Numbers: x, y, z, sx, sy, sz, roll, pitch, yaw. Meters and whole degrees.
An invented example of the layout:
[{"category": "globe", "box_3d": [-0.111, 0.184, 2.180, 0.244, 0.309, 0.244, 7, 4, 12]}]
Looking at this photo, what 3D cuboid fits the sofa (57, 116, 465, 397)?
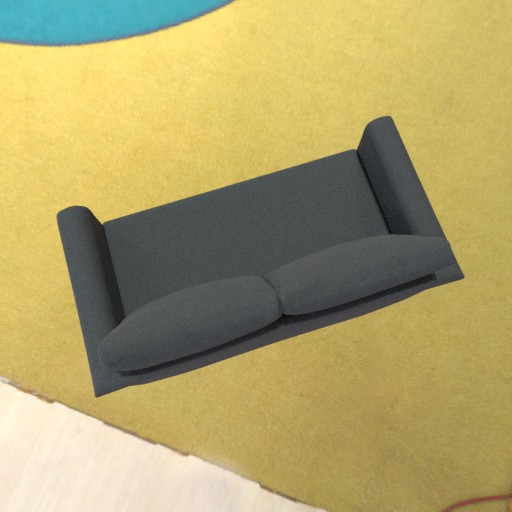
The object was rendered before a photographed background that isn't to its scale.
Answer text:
[{"category": "sofa", "box_3d": [0.000, 0.000, 1.911, 1.460, 0.872, 0.741, -17, 76, -4]}]
